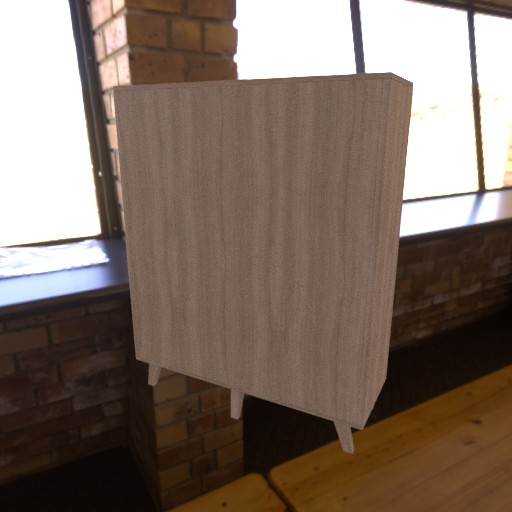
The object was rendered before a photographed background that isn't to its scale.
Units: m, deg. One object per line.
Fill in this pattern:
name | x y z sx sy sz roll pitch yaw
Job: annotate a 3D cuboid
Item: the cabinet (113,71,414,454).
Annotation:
cabinet | 0.000 0.000 1.916 1.111 1.388 0.398 9 19 27
